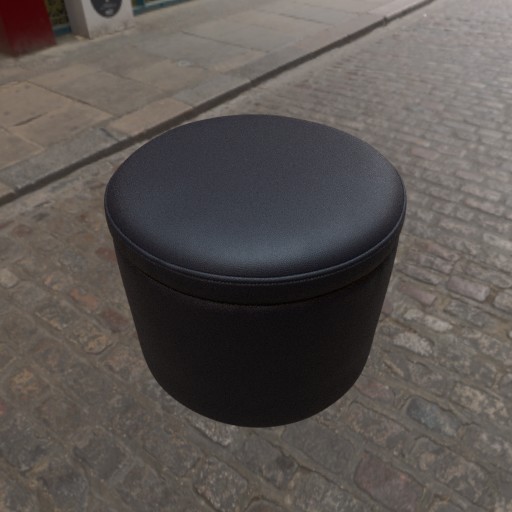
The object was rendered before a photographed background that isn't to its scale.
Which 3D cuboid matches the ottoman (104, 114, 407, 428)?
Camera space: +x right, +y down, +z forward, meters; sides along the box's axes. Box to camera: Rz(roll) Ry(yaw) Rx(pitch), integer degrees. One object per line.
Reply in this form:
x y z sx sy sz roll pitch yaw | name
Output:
0.000 0.000 0.858 0.501 0.409 0.501 0 40 0 | ottoman
